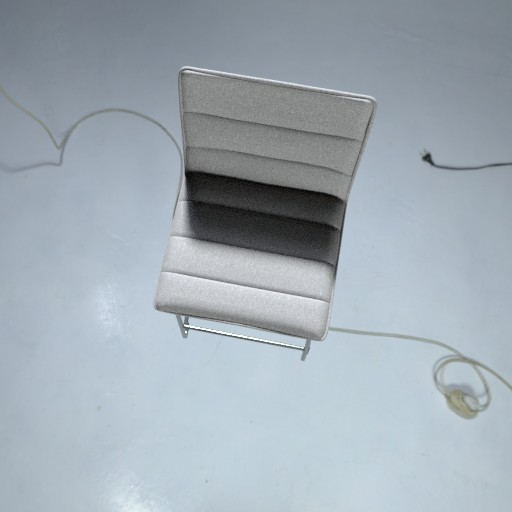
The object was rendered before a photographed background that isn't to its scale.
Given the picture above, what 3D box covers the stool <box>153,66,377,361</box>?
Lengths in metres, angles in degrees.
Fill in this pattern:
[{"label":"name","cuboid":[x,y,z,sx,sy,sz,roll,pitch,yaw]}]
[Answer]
[{"label":"stool","cuboid":[0.000,0.000,1.245,0.490,0.960,0.490,10,76,3]}]
